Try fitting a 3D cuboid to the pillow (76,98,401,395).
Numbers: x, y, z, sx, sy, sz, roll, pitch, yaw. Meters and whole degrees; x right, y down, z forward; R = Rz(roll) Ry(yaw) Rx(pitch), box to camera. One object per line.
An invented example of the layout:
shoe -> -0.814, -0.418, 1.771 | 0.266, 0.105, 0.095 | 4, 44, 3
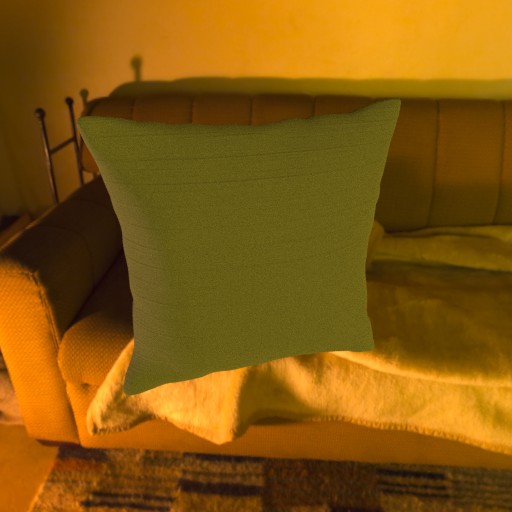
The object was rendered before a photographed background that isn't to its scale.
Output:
pillow -> 0.000, 0.000, 0.713 | 0.470, 0.464, 0.175 | -8, 28, -15
